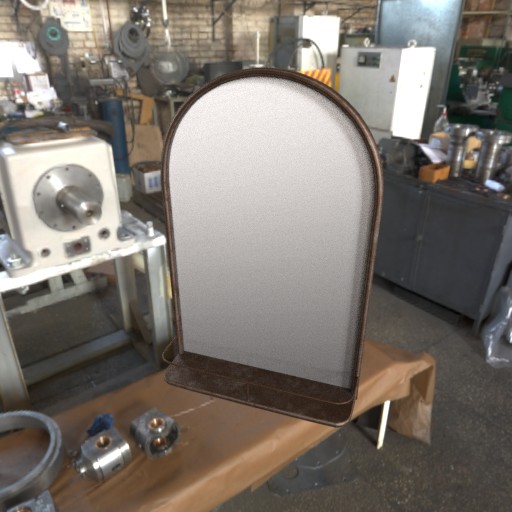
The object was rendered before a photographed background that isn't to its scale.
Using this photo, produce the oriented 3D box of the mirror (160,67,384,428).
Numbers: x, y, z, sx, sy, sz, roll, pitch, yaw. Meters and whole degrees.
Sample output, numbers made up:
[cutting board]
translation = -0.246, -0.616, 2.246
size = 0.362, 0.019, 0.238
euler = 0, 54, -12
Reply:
[mirror]
translation = 0.000, 0.000, 0.989
size = 0.510, 0.770, 0.137
euler = 9, 27, 17
